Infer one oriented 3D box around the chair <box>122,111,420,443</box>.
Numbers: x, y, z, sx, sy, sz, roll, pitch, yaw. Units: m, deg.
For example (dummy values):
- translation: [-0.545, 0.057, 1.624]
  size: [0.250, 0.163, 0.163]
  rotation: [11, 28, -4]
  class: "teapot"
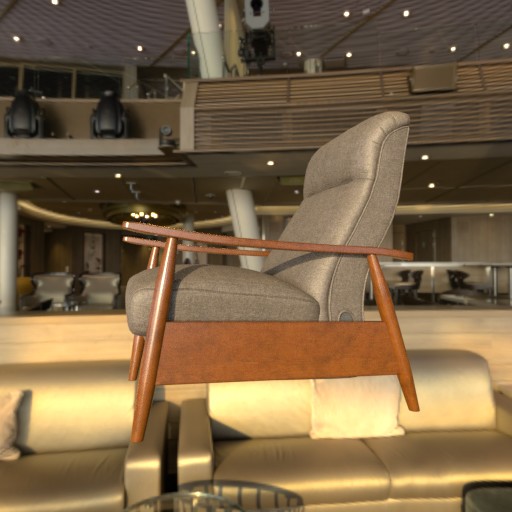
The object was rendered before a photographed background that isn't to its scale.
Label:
- translation: [0.000, 0.000, 1.755]
  size: [1.014, 1.081, 0.762]
  rotation: [0, -1, -17]
  class: "chair"
